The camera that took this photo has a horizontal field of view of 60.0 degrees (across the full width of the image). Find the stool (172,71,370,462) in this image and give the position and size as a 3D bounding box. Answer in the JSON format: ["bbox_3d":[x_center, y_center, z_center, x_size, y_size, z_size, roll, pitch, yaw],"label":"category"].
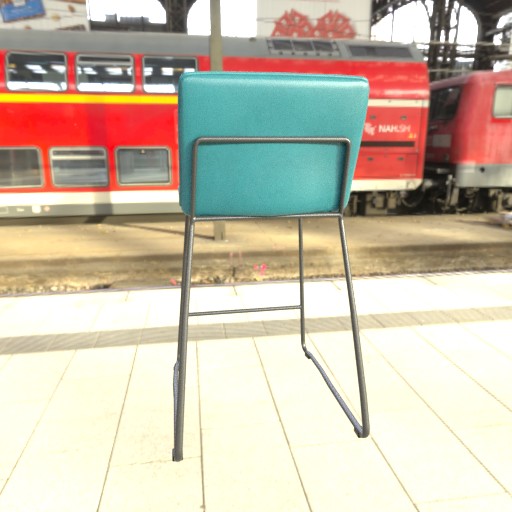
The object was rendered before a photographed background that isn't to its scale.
[{"bbox_3d":[0.000,0.000,1.204,0.489,0.866,0.524,-3,15,-10],"label":"stool"}]
